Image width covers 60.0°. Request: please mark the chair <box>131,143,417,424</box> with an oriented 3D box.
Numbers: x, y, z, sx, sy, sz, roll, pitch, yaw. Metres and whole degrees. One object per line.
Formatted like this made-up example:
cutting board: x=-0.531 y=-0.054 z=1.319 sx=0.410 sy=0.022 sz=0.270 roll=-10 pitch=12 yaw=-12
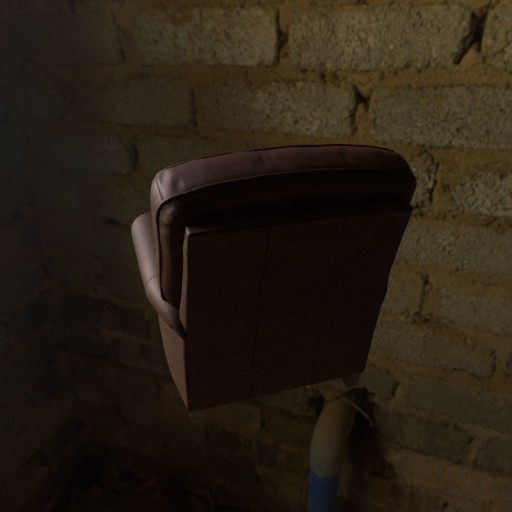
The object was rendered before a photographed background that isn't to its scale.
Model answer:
chair: x=0.000 y=0.000 z=1.795 sx=0.936 sy=1.018 sz=0.986 roll=-8 pitch=27 yaw=-16
